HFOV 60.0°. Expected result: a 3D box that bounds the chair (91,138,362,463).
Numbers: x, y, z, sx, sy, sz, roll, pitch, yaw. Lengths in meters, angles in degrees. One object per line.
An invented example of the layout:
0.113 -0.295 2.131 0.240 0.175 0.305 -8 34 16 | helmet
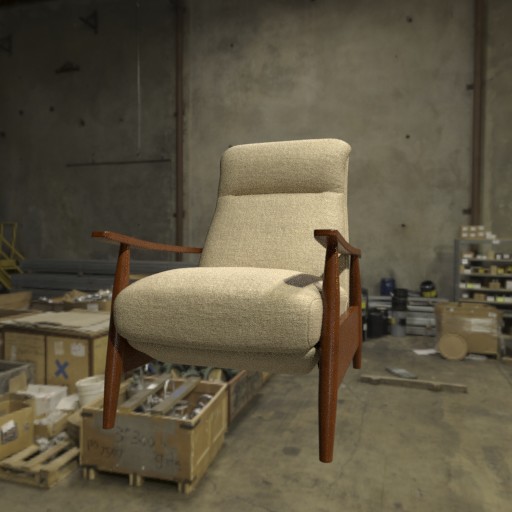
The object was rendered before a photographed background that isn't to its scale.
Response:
0.000 0.000 1.743 0.762 1.082 1.014 1 2 18 | chair
